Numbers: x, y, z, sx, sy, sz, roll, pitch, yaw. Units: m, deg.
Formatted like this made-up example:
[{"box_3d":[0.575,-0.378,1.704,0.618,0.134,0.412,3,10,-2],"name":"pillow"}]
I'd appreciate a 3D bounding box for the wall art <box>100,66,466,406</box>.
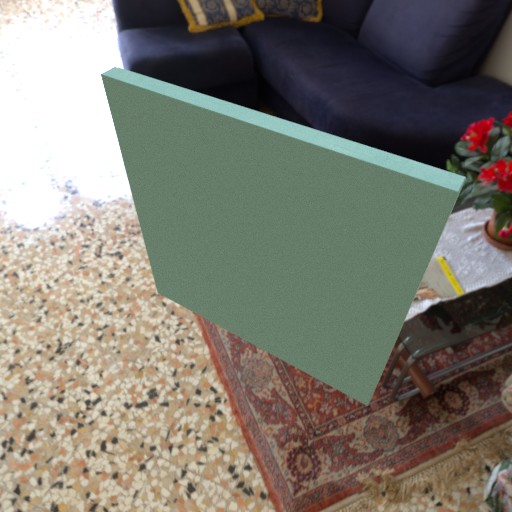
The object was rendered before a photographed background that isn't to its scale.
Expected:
[{"box_3d":[0.000,0.000,0.878,0.603,0.603,0.036,24,52,21],"name":"wall art"}]
